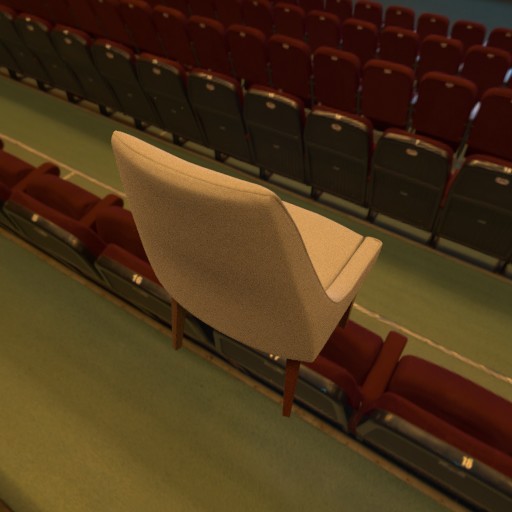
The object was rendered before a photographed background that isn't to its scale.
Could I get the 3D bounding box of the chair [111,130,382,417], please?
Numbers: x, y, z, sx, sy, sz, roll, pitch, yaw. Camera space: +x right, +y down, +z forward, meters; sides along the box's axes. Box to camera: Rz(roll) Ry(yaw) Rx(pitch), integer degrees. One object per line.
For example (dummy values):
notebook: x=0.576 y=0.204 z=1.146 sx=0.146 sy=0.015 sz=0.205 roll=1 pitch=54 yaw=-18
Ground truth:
chair: x=0.000 y=0.000 z=1.189 sx=0.529 sy=0.861 sz=0.544 roll=25 pitch=51 yaw=22
